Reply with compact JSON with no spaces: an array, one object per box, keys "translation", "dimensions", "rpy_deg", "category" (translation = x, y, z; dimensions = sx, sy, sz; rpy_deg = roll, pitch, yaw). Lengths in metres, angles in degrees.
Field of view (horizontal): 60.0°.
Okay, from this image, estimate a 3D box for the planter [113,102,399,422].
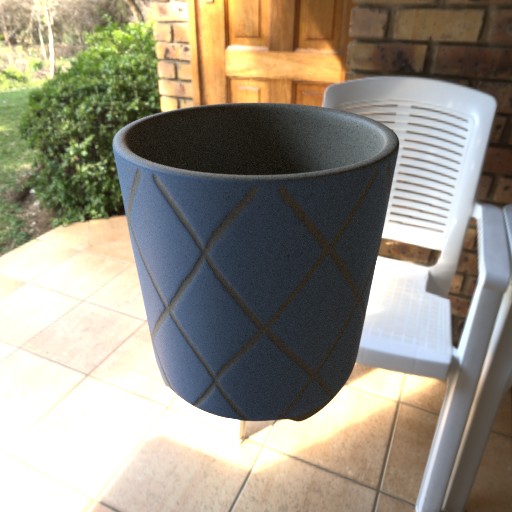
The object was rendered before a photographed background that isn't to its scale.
[{"translation":[0.000,0.000,0.355],"dimensions":[0.191,0.200,0.191],"rpy_deg":[0,30,0],"category":"planter"}]
